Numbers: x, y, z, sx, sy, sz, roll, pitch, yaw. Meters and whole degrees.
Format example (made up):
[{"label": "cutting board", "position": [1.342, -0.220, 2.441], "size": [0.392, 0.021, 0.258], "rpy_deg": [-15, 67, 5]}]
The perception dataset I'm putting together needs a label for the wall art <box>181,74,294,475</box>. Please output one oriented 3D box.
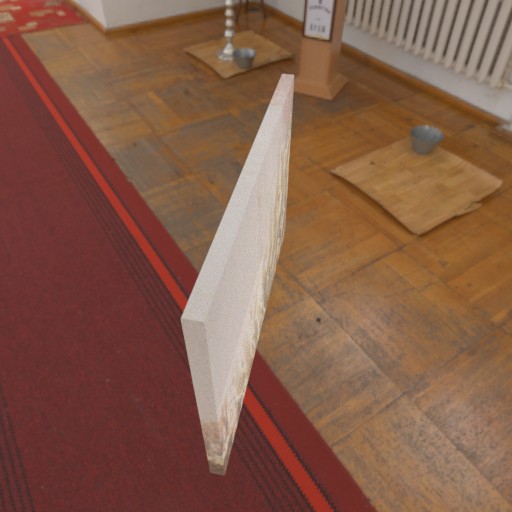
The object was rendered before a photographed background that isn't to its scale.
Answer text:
[{"label": "wall art", "position": [0.000, 0.000, 1.185], "size": [0.040, 0.608, 0.916], "rpy_deg": [8, 45, 8]}]
